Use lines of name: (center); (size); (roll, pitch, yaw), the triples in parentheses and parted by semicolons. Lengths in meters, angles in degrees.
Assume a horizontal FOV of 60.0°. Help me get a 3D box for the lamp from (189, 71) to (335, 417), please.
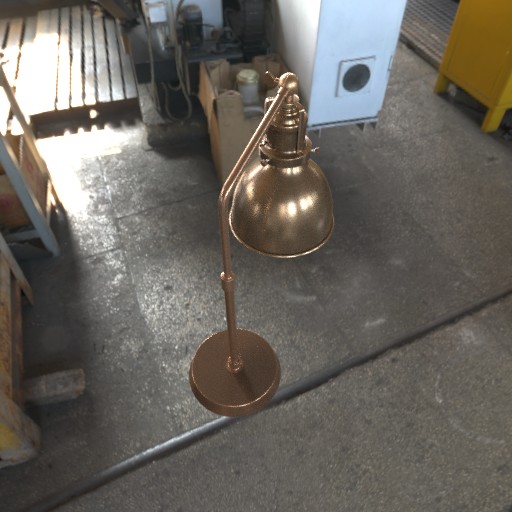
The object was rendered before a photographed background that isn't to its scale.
lamp: (0.000, 0.000, 0.605); (0.153, 0.456, 0.286); (25, 53, 20)
